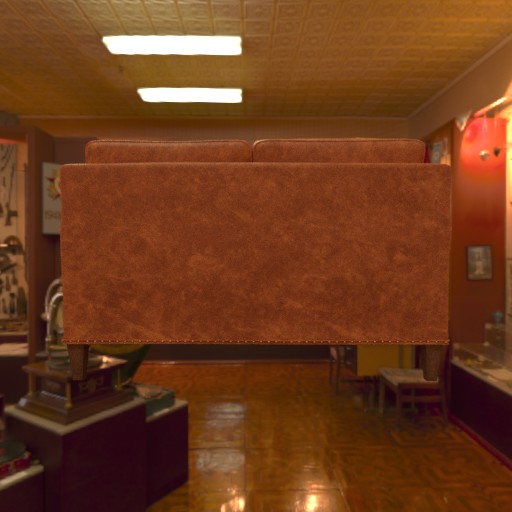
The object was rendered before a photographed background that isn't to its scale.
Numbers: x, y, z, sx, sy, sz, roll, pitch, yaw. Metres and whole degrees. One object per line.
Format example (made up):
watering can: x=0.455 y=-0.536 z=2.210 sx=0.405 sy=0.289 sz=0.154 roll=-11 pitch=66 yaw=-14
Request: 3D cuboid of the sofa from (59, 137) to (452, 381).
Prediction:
sofa: x=0.000 y=0.000 z=2.221 sx=1.597 sy=1.003 sz=1.084 roll=0 pitch=1 yaw=0
